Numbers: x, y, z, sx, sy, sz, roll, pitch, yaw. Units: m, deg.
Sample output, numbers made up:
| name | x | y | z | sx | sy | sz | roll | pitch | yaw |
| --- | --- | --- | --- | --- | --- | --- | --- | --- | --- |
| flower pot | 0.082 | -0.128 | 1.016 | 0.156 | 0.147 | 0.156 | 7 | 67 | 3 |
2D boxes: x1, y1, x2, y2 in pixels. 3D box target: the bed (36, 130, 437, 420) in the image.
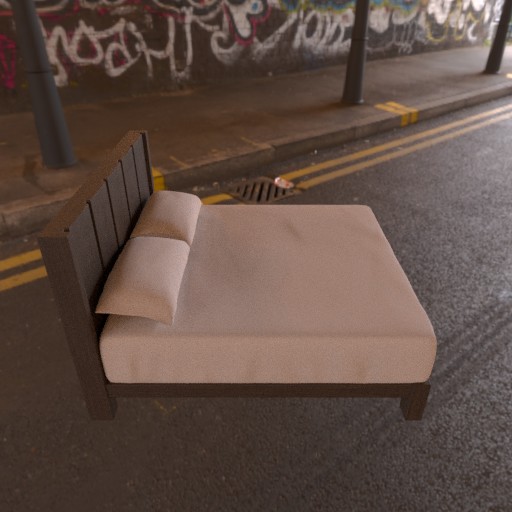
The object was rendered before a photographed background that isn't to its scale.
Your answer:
| name | x | y | z | sx | sy | sz | roll | pitch | yaw |
| --- | --- | --- | --- | --- | --- | --- | --- | --- | --- |
| bed | 0.000 | 0.000 | 3.077 | 1.992 | 1.261 | 1.735 | 0 | 31 | 0 |
